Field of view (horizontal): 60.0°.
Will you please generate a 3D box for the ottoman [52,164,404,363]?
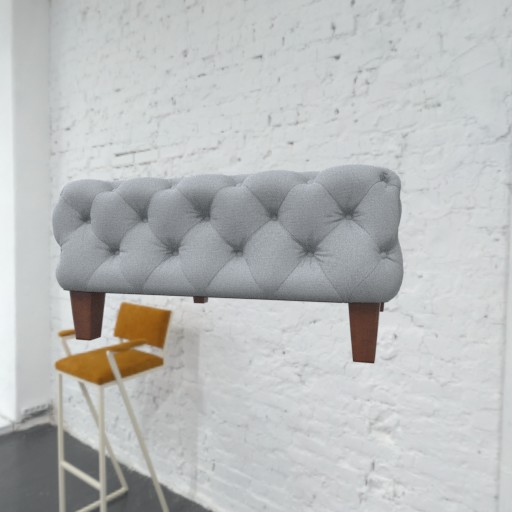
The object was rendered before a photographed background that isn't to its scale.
[{"bbox_3d":[0.000,0.000,1.214,0.764,0.365,0.758,1,2,17],"label":"ottoman"}]
